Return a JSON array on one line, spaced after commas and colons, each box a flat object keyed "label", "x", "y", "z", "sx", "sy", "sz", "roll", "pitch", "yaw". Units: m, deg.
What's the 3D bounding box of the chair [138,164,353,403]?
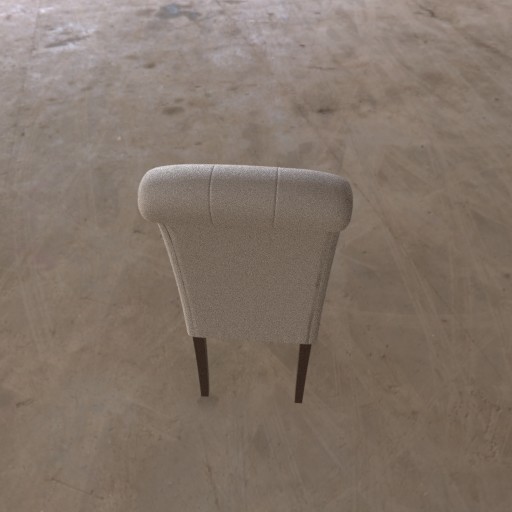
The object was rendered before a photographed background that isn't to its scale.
[{"label": "chair", "x": 0.000, "y": 0.000, "z": 1.377, "sx": 0.456, "sy": 1.006, "sz": 0.671, "roll": 3, "pitch": 46, "yaw": 3}]
